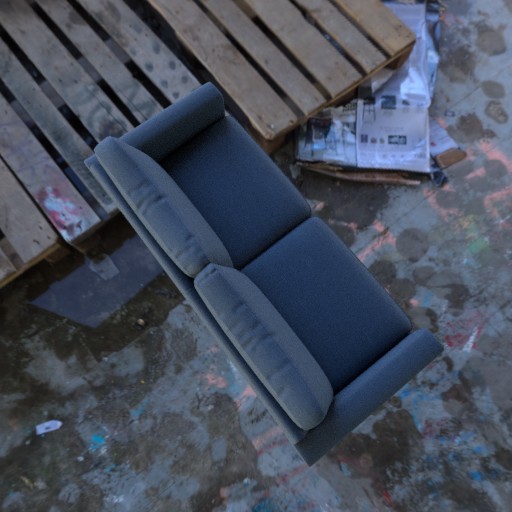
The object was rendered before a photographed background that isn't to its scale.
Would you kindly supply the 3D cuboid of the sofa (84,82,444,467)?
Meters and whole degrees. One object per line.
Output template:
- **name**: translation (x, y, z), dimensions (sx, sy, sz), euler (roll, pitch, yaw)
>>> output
- **sofa**: translation (0.000, 0.000, 2.382), dimensions (0.877, 0.865, 1.900), euler (-36, 77, -10)
